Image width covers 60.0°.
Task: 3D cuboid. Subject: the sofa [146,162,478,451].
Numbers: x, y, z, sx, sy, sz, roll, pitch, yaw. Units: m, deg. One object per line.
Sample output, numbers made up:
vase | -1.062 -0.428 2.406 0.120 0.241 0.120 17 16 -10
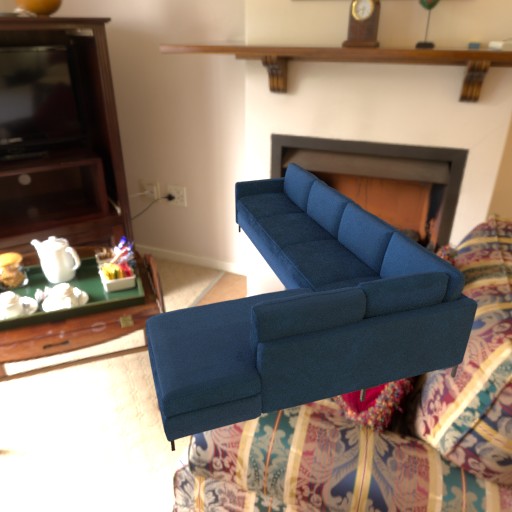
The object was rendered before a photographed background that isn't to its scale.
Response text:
sofa | 0.000 0.000 3.219 1.707 0.687 2.486 -8 28 -16
